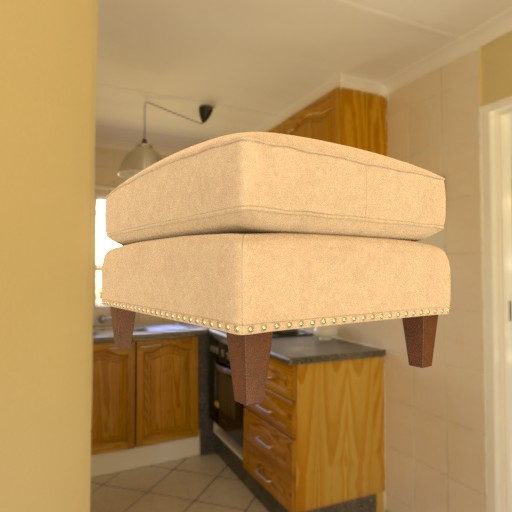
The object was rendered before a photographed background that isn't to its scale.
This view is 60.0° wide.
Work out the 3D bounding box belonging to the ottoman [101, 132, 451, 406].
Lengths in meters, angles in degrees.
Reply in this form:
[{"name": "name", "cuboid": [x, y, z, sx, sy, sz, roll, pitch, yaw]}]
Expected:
[{"name": "ottoman", "cuboid": [0.000, 0.000, 1.148, 0.584, 0.513, 0.741, 1, -2, -35]}]
